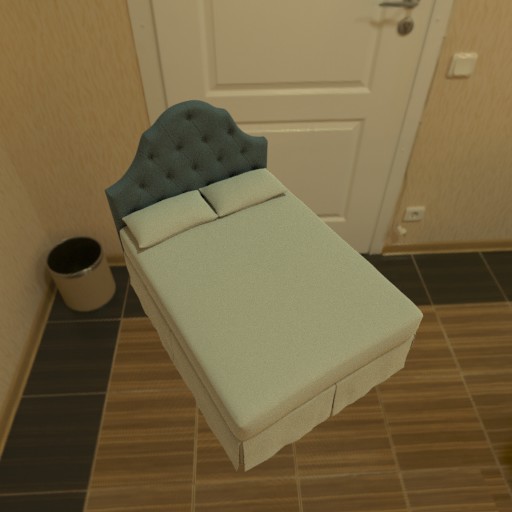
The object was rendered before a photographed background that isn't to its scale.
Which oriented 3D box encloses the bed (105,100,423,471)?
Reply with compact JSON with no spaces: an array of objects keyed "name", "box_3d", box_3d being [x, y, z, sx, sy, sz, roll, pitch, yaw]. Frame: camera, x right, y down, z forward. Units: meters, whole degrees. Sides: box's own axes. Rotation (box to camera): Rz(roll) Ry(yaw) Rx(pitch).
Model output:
[{"name":"bed","box_3d":[0.000,0.000,3.375,1.636,1.575,2.155,-24,51,-22]}]
